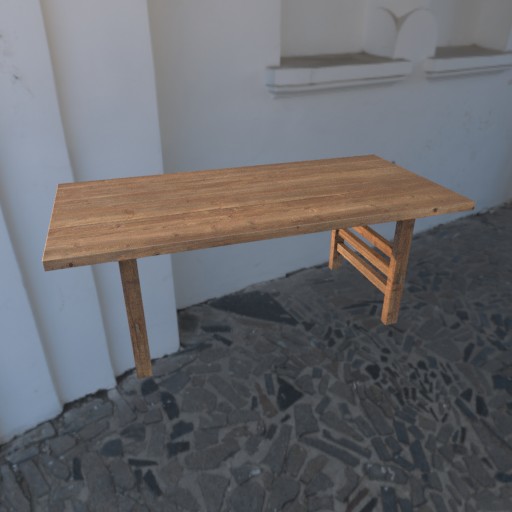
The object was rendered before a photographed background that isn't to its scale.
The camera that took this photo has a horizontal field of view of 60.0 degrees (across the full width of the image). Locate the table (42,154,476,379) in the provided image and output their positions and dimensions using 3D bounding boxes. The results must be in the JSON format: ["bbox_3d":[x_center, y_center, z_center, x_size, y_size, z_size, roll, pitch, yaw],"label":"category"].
[{"bbox_3d":[0.000,0.000,2.515,2.003,0.760,0.952,-9,29,-16],"label":"table"}]
